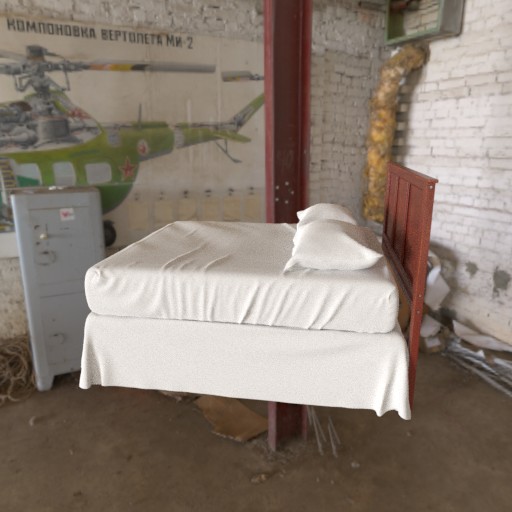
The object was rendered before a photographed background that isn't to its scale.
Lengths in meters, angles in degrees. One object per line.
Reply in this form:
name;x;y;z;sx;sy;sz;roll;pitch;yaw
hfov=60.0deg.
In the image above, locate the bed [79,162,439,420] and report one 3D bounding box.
bed;0.000;0.000;3.209;2.050;1.270;1.870;2;15;9
